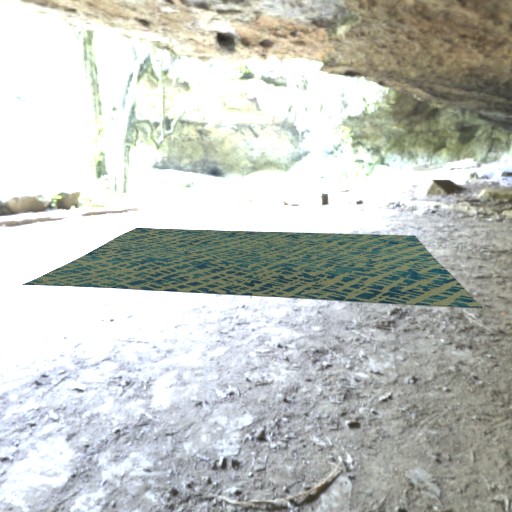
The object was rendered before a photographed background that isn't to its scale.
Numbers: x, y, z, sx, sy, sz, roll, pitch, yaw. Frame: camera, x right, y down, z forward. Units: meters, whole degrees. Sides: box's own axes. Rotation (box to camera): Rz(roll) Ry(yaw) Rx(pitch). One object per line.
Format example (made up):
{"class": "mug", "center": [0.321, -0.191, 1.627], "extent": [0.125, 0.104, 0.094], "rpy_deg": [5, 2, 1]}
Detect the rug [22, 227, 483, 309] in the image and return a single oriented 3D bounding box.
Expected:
{"class": "rug", "center": [0.000, 0.000, 2.303], "extent": [1.830, 0.011, 1.209], "rpy_deg": [2, 15, 8]}
